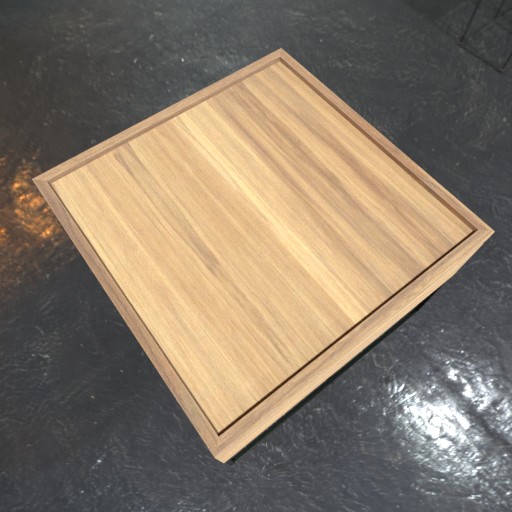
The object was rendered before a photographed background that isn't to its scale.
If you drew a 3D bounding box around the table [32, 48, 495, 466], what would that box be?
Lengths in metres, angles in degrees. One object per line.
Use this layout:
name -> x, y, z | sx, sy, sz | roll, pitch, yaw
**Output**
table -> 0.000, 0.000, 1.114 | 0.676, 0.464, 0.679 | -34, 68, -16
